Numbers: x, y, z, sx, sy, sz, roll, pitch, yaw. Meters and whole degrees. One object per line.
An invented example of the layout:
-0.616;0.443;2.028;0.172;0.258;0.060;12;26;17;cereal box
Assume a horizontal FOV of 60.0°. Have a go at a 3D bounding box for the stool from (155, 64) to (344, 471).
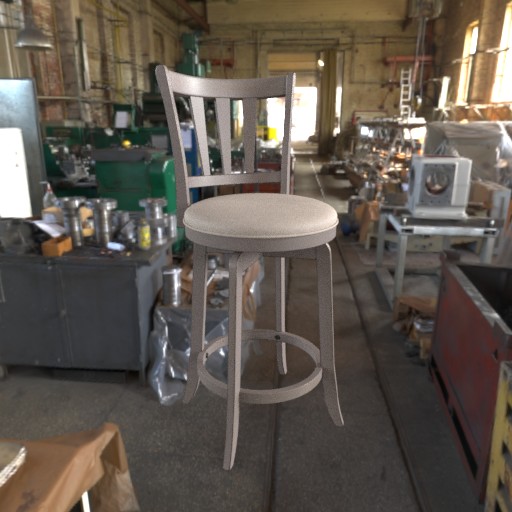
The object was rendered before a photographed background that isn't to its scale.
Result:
0.000;0.000;1.274;0.436;1.023;0.475;-9;19;-27;stool
